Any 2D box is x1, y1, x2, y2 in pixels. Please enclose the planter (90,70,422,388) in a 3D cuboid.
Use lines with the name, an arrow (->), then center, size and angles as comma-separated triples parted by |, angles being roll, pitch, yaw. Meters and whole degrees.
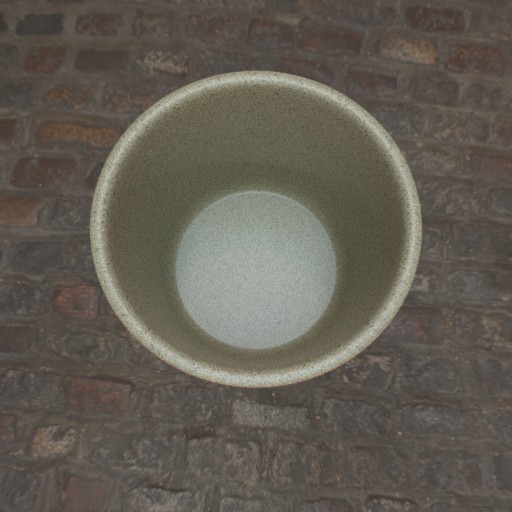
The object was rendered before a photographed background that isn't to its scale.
planter -> 0.000, 0.000, 0.350 | 0.191, 0.200, 0.191 | 0, 76, 0
